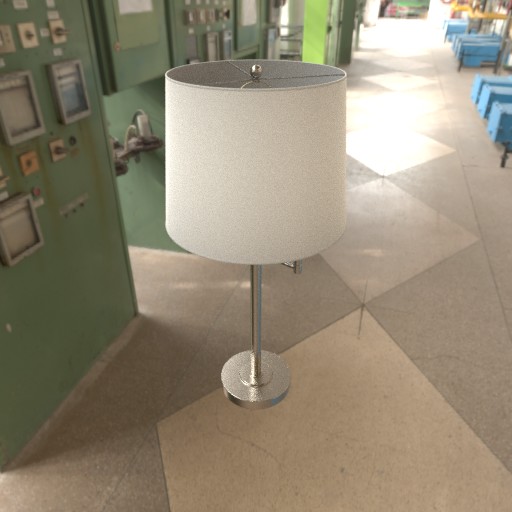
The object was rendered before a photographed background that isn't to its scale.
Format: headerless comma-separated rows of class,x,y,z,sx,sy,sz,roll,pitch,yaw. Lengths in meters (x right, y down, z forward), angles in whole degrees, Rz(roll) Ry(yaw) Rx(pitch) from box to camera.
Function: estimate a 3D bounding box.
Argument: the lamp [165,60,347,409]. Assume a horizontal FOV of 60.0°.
lamp,0.000,0.000,0.871,0.333,0.696,0.333,0,31,0
